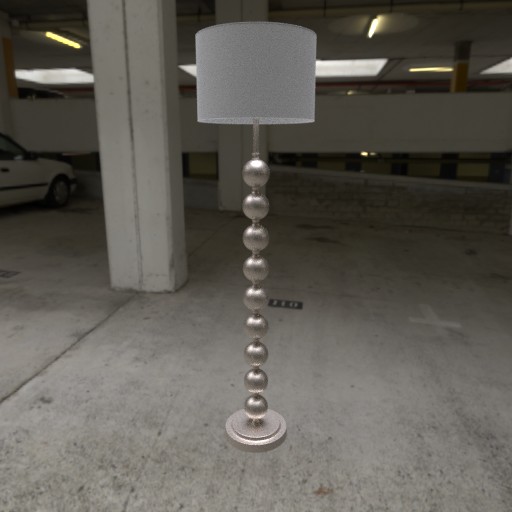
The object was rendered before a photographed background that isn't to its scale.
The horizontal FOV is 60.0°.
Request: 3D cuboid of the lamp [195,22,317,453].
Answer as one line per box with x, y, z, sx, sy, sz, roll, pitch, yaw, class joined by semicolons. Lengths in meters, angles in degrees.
0.000;0.000;1.619;0.394;1.474;0.394;2;14;8;lamp
